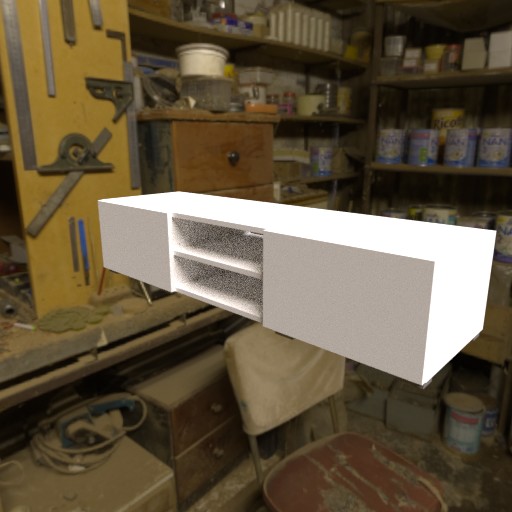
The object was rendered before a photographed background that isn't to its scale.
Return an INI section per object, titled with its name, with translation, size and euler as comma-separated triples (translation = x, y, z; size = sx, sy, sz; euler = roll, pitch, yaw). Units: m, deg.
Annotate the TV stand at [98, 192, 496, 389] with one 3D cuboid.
[TV stand]
translation = 0.000, 0.000, 1.561
size = 1.400, 0.310, 0.420
euler = 13, 20, 41
